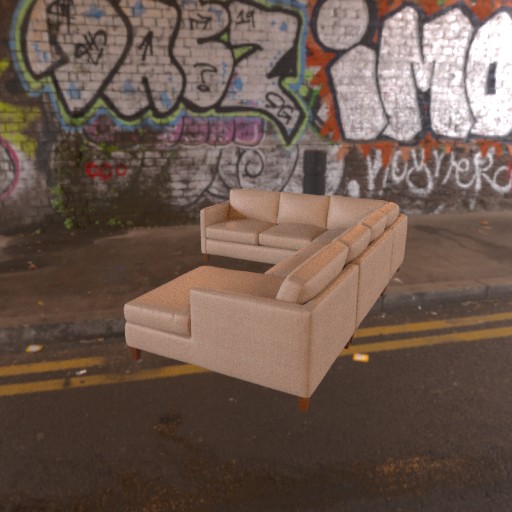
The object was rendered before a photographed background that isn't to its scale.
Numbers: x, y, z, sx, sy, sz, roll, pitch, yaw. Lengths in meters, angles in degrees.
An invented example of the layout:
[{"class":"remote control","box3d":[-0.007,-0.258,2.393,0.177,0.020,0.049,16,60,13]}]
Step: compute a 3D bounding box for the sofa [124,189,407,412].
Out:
[{"class":"sofa","box3d":[0.000,0.000,4.796,2.594,0.961,3.460,8,19,26]}]
